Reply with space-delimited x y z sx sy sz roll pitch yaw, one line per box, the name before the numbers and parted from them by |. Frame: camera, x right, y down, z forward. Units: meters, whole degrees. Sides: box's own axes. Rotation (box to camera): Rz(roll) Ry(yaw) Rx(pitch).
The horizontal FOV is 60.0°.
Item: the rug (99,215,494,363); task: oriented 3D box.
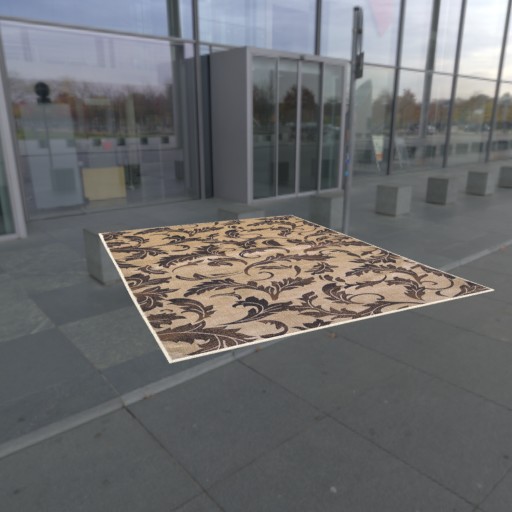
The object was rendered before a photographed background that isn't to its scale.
rug | 0.000 0.000 3.973 2.380 0.008 2.977 -8 18 -24
